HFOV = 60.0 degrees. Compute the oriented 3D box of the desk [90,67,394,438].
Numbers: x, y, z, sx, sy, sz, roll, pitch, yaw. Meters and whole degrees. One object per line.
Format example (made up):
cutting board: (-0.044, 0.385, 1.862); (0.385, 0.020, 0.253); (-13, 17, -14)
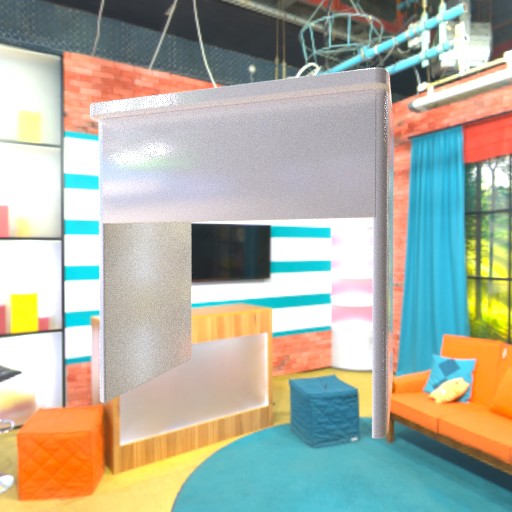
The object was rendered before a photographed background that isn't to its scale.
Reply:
desk: (0.000, 0.000, 1.304); (0.762, 0.800, 0.549); (0, 1, 18)
